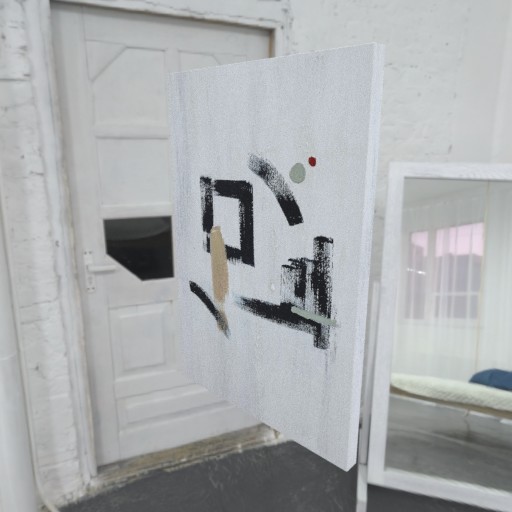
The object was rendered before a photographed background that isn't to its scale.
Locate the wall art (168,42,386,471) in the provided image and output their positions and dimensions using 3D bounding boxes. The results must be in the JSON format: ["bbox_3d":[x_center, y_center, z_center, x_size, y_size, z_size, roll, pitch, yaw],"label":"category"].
[{"bbox_3d":[0.000,0.000,1.130,0.624,0.914,0.043,14,21,42],"label":"wall art"}]
